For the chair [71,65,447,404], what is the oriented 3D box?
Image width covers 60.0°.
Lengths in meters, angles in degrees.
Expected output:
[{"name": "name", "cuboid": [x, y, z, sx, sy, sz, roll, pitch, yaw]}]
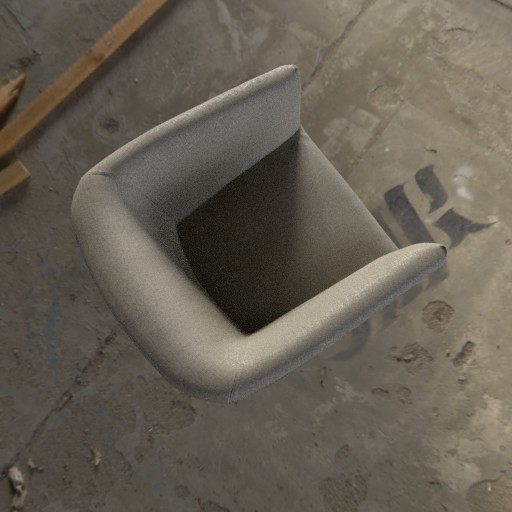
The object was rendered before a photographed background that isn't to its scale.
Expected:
[{"name": "chair", "cuboid": [0.000, 0.000, 1.233, 0.668, 0.771, 0.600, -34, 79, -8]}]
